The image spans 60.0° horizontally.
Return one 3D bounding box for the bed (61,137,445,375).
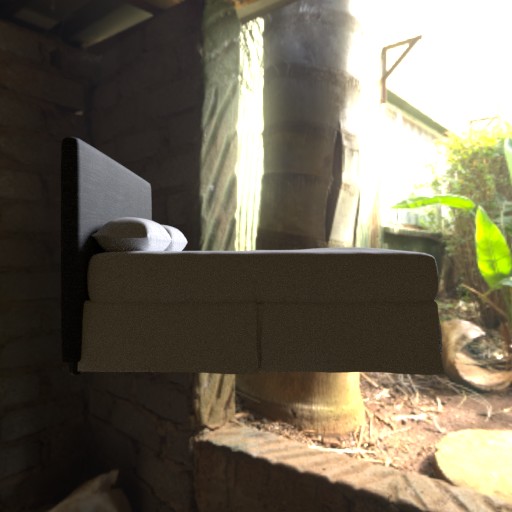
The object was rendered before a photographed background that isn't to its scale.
[{"bbox_3d":[0.000,0.000,3.244,2.142,1.330,1.723,0,0,0],"label":"bed"}]
